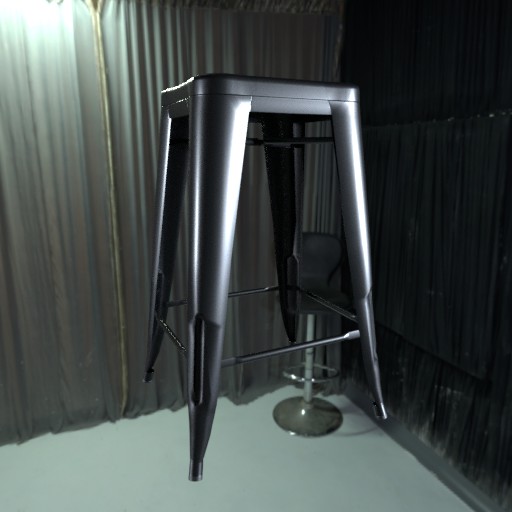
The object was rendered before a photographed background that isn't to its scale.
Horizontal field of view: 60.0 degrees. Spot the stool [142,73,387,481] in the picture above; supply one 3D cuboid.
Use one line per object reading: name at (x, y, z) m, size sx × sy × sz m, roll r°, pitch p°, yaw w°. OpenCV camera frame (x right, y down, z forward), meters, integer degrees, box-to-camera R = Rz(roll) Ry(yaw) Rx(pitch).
stool at (0.000, 0.000, 0.852) m, size 0.399 × 0.609 × 0.359 m, roll -7°, pitch 15°, yaw -26°
